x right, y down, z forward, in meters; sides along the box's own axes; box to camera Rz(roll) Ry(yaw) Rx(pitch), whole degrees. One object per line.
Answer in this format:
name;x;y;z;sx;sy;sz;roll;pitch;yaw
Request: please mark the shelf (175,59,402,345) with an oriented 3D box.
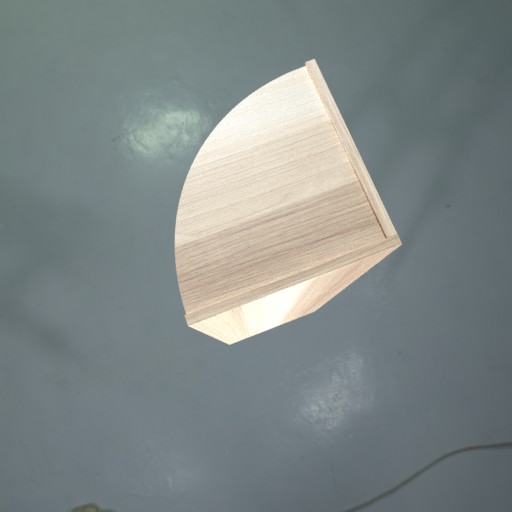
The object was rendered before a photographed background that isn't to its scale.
shelf;0.000;0.000;1.011;0.290;0.872;0.290;-21;78;-5
